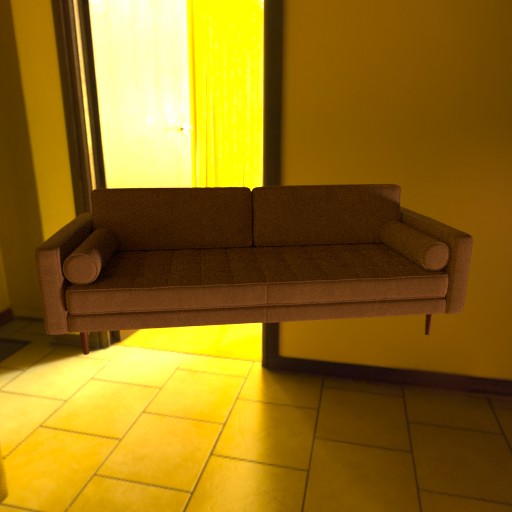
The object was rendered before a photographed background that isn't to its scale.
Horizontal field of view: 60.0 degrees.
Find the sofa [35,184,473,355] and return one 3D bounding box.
[{"bbox_3d":[0.000,0.000,2.635,2.200,0.770,0.919,-2,16,-7],"label":"sofa"}]
